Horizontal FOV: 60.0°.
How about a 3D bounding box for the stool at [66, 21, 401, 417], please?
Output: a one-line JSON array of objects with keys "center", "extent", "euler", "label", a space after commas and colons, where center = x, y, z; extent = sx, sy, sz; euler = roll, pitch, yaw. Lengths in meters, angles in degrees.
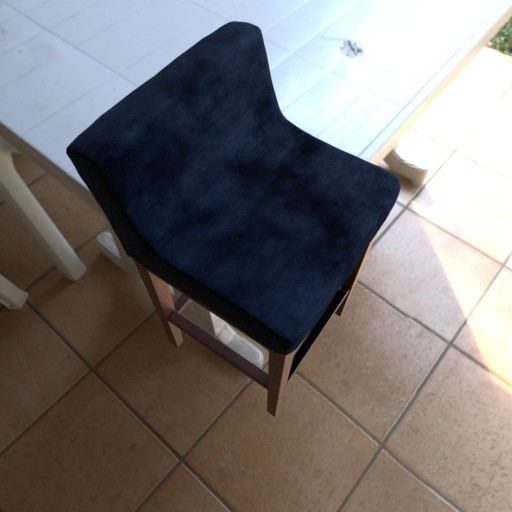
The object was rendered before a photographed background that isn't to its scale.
[{"center": [0.000, 0.000, 1.202], "extent": [0.516, 0.945, 0.511], "euler": [31, 63, 18], "label": "stool"}]
